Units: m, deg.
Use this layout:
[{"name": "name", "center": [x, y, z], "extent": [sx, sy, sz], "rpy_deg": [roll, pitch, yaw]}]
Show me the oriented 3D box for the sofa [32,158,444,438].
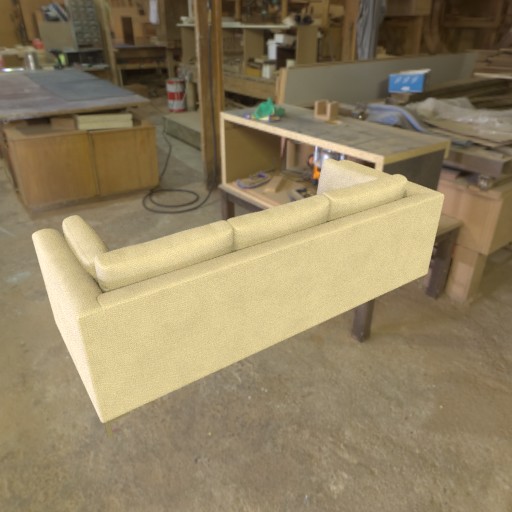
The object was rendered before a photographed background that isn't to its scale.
[{"name": "sofa", "center": [0.000, 0.000, 2.883], "extent": [2.415, 0.867, 0.969], "rpy_deg": [-18, 34, -29]}]
